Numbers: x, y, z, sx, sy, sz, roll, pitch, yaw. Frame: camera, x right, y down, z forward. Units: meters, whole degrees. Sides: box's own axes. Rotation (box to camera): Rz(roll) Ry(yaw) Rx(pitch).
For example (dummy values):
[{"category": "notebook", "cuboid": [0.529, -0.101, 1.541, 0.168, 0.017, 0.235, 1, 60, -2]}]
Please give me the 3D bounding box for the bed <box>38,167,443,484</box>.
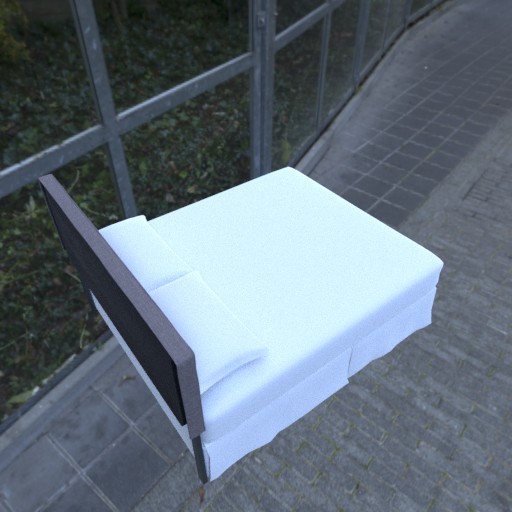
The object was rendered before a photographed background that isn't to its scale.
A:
[{"category": "bed", "cuboid": [0.000, 0.000, 2.781, 1.894, 1.089, 1.610, -26, 47, -27]}]
